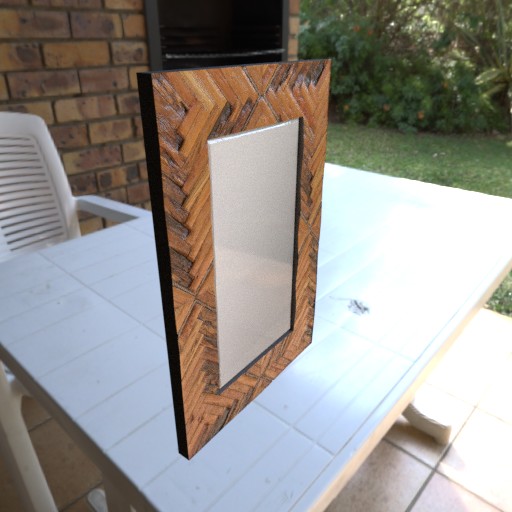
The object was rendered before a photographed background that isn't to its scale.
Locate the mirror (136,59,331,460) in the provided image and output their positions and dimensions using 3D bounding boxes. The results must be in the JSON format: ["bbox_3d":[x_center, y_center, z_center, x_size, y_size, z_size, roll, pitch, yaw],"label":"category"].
[{"bbox_3d":[0.000,0.000,1.148,0.044,0.912,0.606,19,32,33],"label":"mirror"}]
